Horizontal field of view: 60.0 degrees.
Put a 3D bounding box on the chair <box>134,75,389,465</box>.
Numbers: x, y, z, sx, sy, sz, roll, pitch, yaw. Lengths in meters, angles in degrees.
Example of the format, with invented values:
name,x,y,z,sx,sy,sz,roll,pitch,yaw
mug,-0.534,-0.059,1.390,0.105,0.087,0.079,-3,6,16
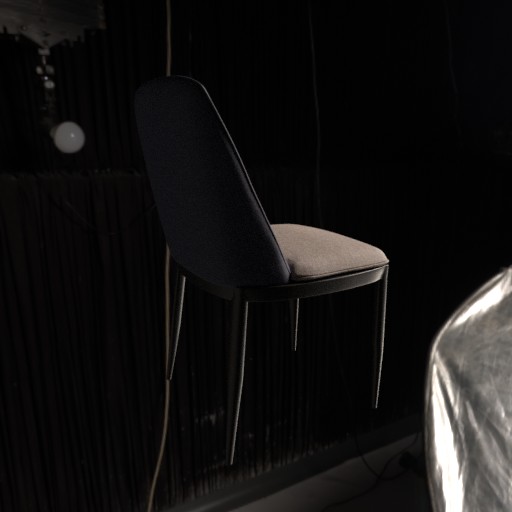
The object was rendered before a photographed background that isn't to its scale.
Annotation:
name,x,y,z,sx,sy,sz,roll,pitch,yaw
chair,0.000,0.000,1.173,0.551,0.839,0.480,-8,16,-28
